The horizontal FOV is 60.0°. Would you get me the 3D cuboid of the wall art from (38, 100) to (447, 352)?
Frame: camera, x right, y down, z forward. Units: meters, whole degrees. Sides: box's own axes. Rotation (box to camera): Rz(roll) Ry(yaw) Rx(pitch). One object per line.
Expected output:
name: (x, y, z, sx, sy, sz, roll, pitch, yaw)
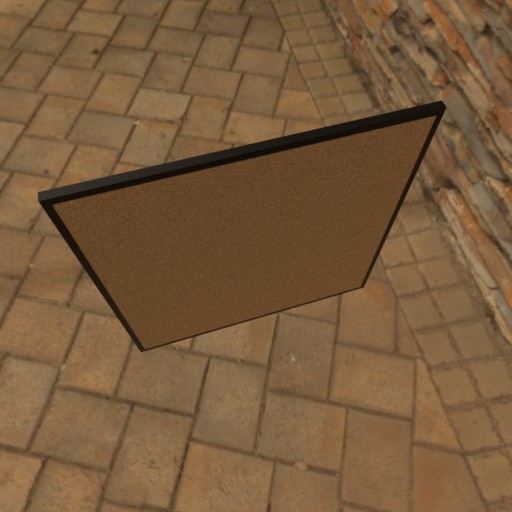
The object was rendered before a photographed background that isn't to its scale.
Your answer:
wall art: (0.000, 0.000, 0.674, 0.457, 0.458, 0.012, -15, 60, -9)
